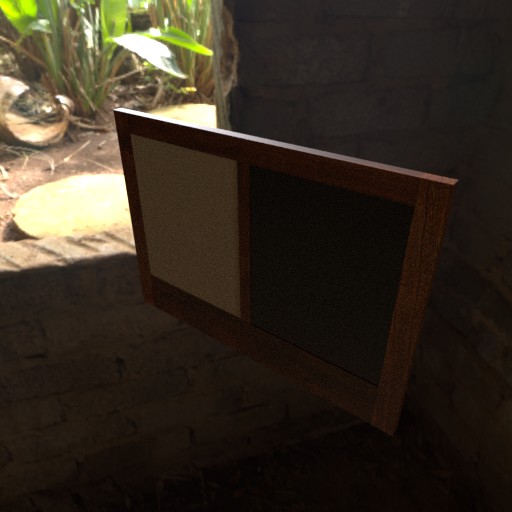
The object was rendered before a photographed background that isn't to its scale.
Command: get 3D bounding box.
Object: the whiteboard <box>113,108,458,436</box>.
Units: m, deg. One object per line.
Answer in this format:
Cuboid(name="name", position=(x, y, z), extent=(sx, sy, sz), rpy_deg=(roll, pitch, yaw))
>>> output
Cuboid(name="whiteboard", position=(0.000, 0.000, 1.000), extent=(0.768, 0.553, 0.083), rpy_deg=(21, 37, 31))
